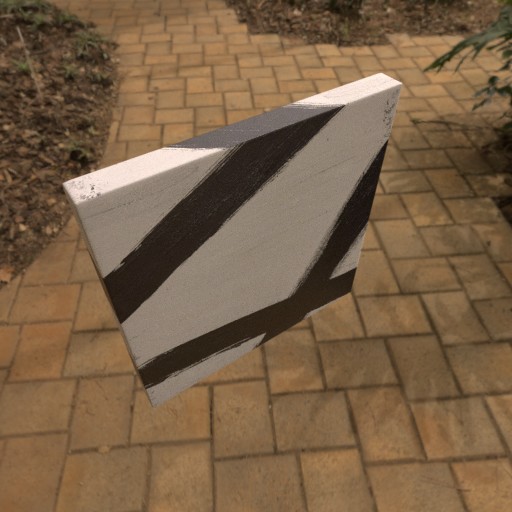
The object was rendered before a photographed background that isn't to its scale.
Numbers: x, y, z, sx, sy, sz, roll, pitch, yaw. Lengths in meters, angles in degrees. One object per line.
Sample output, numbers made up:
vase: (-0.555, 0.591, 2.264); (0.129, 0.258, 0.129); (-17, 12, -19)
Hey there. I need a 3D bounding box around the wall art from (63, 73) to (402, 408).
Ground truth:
wall art: (0.000, 0.000, 0.773); (0.507, 0.508, 0.050); (-26, 52, -23)
